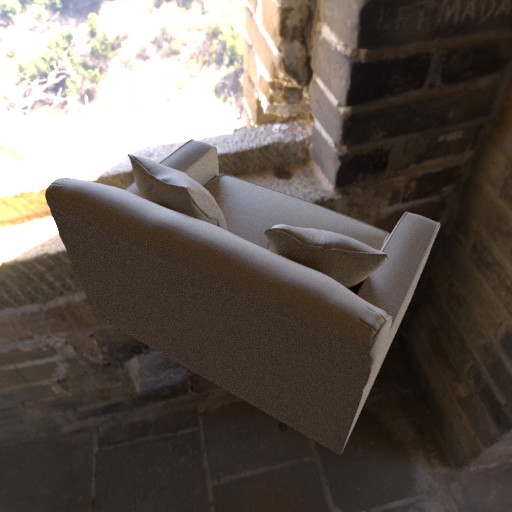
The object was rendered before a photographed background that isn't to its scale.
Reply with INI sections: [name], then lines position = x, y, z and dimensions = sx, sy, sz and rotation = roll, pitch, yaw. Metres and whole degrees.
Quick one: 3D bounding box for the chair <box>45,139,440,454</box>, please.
[chair]
position = 0.000, 0.000, 2.055
dimensions = 1.383, 0.948, 1.000
rotation = 23, 50, 21
